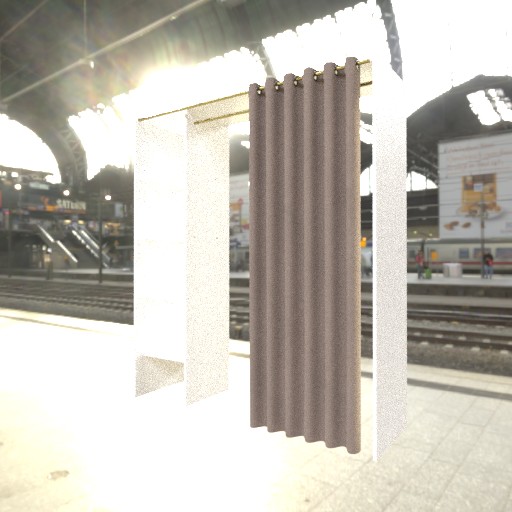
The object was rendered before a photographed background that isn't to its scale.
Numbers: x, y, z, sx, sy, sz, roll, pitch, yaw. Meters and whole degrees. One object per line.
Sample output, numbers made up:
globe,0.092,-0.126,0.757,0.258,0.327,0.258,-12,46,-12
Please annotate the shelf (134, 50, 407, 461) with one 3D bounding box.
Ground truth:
shelf,0.000,0.000,2.600,1.600,1.820,0.500,0,0,34
